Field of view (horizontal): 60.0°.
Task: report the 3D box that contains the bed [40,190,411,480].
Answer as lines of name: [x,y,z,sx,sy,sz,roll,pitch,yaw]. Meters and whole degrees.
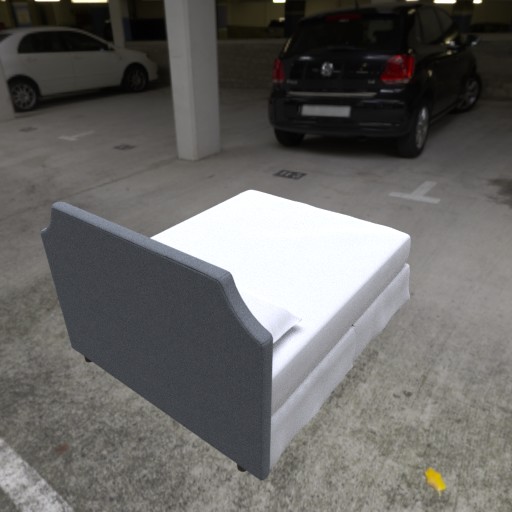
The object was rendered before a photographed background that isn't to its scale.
bed: [0.000,0.000,3.353,1.811,1.296,2.259,21,36,31]
